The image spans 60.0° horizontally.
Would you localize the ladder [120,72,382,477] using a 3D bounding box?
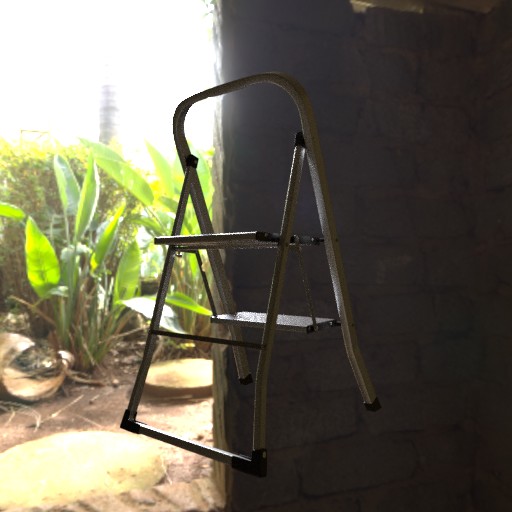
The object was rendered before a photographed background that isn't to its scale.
[{"bbox_3d":[0.000,0.000,1.147,0.465,0.830,0.530,-1,-1,37],"label":"ladder"}]
